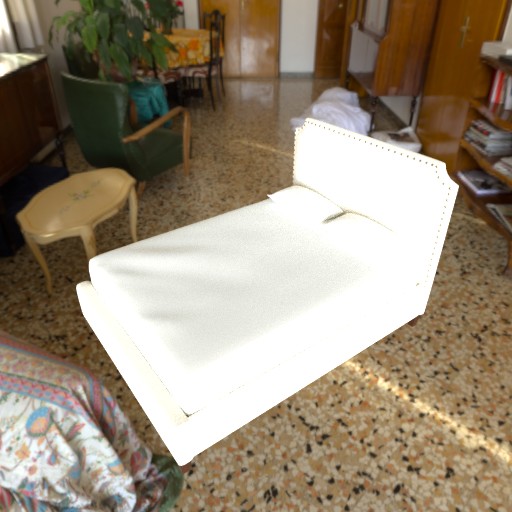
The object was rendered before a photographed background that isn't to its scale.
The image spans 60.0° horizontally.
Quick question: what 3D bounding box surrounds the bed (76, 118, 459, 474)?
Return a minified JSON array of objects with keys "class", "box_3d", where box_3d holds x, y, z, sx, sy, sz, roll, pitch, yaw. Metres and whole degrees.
[{"class":"bed","box_3d":[0.000,0.000,3.429,2.365,1.443,1.712,-22,39,-30]}]
